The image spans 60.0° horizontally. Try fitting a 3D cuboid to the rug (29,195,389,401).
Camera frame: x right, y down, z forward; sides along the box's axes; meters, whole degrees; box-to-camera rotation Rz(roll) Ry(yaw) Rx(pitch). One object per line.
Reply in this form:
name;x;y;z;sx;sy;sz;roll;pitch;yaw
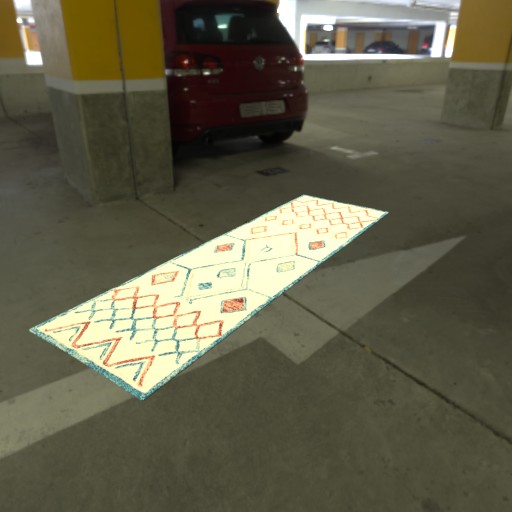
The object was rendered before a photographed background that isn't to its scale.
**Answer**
rug;0.000;0.000;2.671;0.750;0.011;2.435;17;30;32
